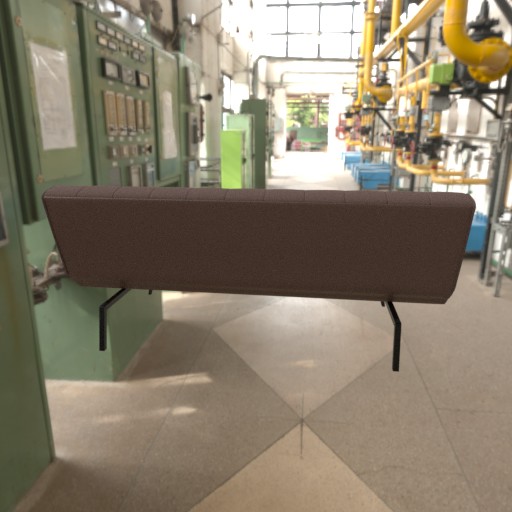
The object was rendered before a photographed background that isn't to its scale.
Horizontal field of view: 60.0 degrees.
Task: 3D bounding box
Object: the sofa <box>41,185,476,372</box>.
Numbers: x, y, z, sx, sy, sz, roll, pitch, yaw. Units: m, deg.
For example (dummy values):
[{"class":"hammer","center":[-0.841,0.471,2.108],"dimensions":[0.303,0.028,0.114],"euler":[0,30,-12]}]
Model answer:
[{"class":"sofa","center":[0.000,0.000,2.111],"dimensions":[1.703,0.699,0.747],"euler":[2,16,8]}]
